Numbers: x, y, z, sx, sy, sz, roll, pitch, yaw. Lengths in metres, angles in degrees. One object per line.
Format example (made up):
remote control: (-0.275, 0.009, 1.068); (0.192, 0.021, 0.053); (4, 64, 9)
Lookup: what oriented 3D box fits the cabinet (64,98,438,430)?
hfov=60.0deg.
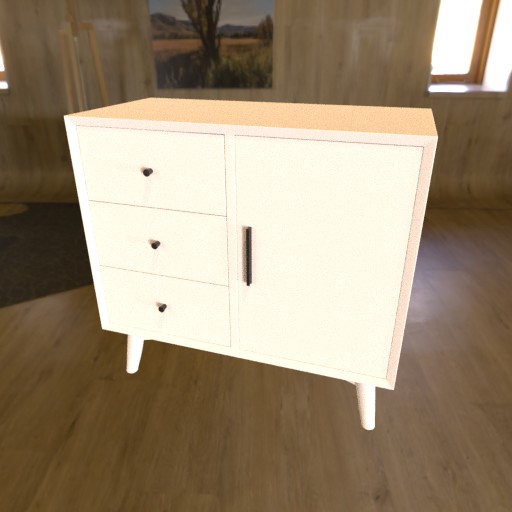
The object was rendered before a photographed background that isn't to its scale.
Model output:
cabinet: (0.000, 0.000, 1.223); (0.800, 0.761, 0.398); (8, 27, 16)
